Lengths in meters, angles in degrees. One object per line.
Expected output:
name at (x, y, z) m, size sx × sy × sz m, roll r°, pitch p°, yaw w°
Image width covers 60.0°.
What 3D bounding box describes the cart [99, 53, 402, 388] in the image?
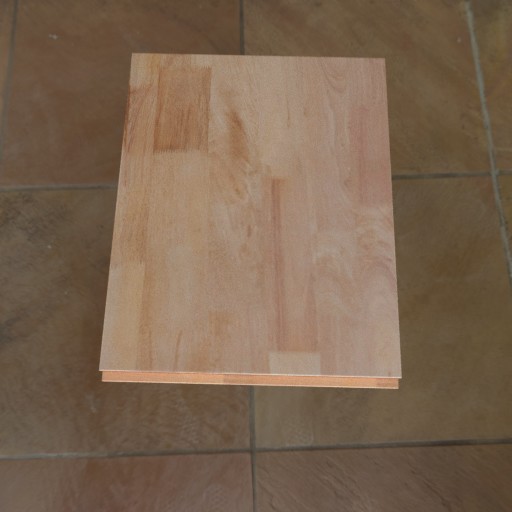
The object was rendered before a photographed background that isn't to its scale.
cart at (0.000, 0.000, 1.206) m, size 0.508 × 0.838 × 0.640 m, roll 1°, pitch 76°, yaw 0°
